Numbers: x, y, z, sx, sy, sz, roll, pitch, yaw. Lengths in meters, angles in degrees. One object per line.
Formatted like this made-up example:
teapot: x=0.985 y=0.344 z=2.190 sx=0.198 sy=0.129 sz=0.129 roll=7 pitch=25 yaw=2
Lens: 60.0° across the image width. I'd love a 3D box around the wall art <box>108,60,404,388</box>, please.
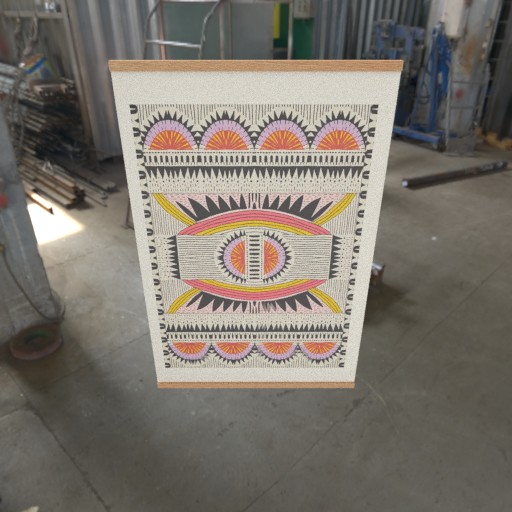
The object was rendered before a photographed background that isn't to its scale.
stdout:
wall art: x=0.000 y=0.000 z=1.889 sx=0.999 sy=1.533 sz=0.028 roll=0 pitch=30 yaw=0
